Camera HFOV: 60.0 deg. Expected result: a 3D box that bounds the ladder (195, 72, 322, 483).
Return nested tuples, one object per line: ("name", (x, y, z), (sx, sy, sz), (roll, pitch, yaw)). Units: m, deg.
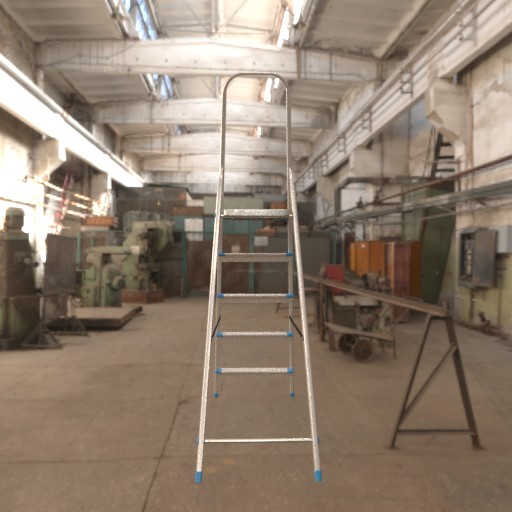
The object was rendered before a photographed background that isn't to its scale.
("ladder", (0.000, 0.000, 2.109), (0.468, 1.648, 0.990), (0, 1, -1))
